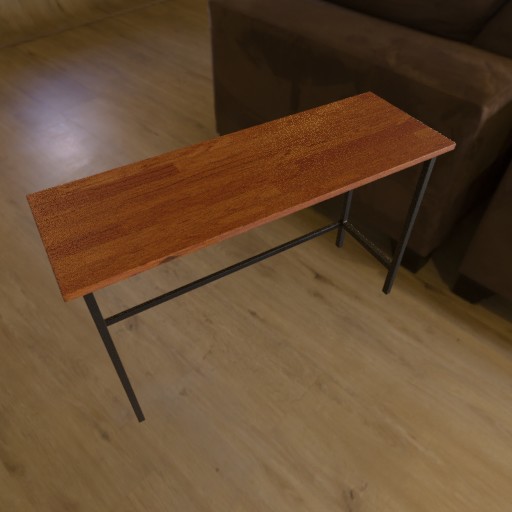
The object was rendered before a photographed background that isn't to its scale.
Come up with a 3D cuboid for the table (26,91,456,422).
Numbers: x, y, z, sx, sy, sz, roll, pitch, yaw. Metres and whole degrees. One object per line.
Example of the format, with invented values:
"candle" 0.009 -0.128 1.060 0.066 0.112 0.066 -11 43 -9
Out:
"table" 0.000 0.000 1.552 1.204 0.740 0.408 -23 50 -21
